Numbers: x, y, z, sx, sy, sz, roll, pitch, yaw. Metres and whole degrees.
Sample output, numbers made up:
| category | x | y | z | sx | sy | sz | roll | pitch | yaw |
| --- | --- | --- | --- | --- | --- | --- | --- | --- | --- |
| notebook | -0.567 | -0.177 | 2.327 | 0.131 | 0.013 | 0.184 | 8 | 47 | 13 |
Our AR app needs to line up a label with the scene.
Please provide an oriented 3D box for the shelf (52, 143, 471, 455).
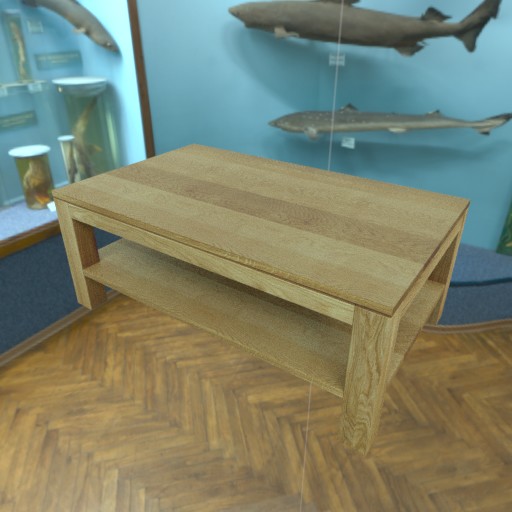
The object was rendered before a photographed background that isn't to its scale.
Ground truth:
| category | x | y | z | sx | sy | sz | roll | pitch | yaw |
| --- | --- | --- | --- | --- | --- | --- | --- | --- | --- |
| shelf | 0.000 | 0.000 | 1.531 | 1.150 | 0.450 | 0.700 | 19 | 34 | 30 |
